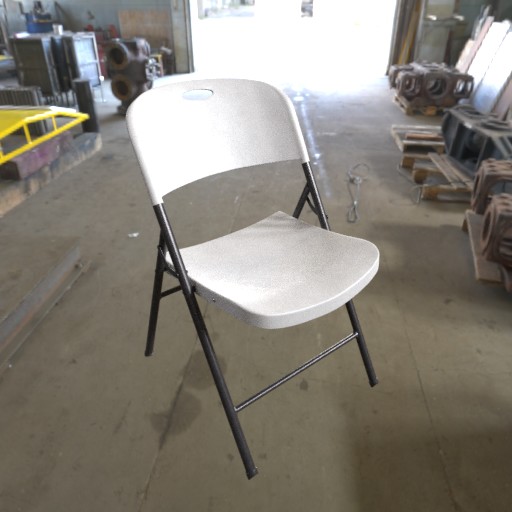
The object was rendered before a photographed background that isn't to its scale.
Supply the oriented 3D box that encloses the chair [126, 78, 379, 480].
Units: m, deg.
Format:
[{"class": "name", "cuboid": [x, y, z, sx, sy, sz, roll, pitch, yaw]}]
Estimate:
[{"class": "chair", "cuboid": [0.000, 0.000, 1.172, 0.494, 0.810, 0.566, -22, 37, -33]}]
